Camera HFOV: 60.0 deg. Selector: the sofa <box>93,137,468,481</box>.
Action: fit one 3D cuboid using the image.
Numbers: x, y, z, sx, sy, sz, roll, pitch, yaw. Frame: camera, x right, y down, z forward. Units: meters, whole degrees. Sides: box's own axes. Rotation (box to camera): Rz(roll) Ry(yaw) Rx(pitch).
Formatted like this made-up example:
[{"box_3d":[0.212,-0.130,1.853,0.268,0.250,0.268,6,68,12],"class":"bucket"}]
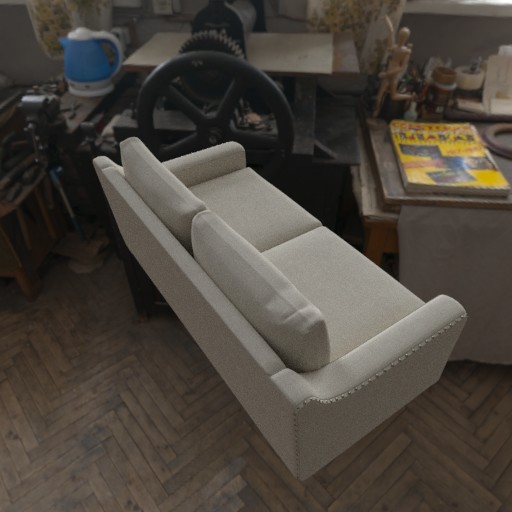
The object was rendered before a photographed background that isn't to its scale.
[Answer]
[{"box_3d":[0.000,0.000,2.622,1.104,0.983,2.107,-24,47,-25],"class":"sofa"}]
